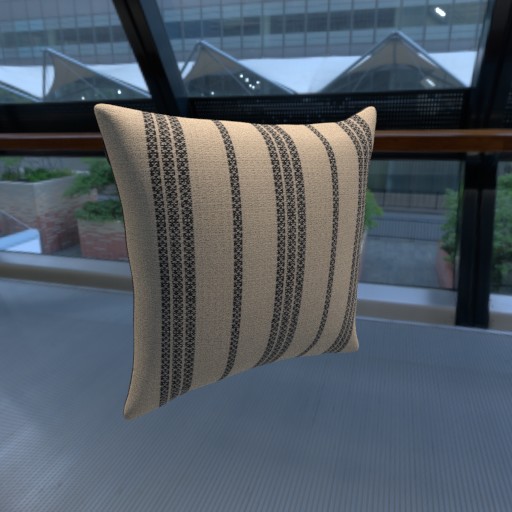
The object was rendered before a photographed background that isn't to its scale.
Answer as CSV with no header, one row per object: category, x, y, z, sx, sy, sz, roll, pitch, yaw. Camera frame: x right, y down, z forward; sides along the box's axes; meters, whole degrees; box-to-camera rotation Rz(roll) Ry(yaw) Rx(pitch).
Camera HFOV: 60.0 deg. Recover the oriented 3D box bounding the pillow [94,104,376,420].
pillow,0.000,0.000,0.629,0.405,0.406,0.173,-9,20,-27
